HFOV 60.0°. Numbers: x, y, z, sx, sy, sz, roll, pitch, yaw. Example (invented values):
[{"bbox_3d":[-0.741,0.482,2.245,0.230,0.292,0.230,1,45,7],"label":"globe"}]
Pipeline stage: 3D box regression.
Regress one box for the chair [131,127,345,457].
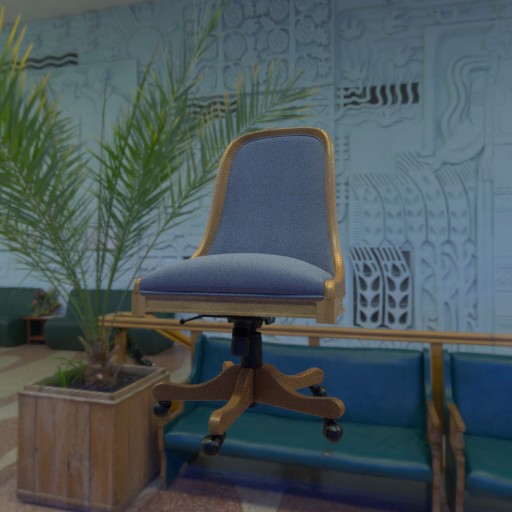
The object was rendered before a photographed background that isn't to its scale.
[{"bbox_3d":[0.000,0.000,1.457,0.605,1.031,0.735,0,0,17],"label":"chair"}]
